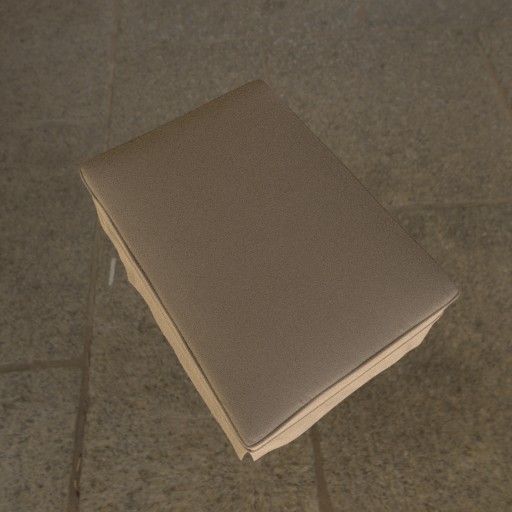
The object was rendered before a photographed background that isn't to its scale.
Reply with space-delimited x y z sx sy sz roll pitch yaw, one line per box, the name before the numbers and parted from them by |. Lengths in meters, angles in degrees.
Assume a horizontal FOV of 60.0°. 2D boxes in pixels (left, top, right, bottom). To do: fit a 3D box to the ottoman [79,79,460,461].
ottoman | 0.000 0.000 1.346 0.721 0.482 0.959 -31 68 -14
